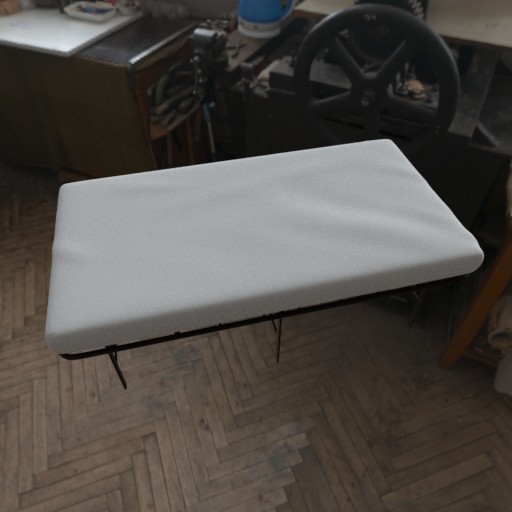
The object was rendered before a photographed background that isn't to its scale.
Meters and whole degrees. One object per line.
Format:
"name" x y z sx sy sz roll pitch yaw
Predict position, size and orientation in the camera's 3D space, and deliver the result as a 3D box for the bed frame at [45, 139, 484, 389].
"bed frame" 0.000 0.000 2.334 1.903 0.619 0.989 -10 48 -9
